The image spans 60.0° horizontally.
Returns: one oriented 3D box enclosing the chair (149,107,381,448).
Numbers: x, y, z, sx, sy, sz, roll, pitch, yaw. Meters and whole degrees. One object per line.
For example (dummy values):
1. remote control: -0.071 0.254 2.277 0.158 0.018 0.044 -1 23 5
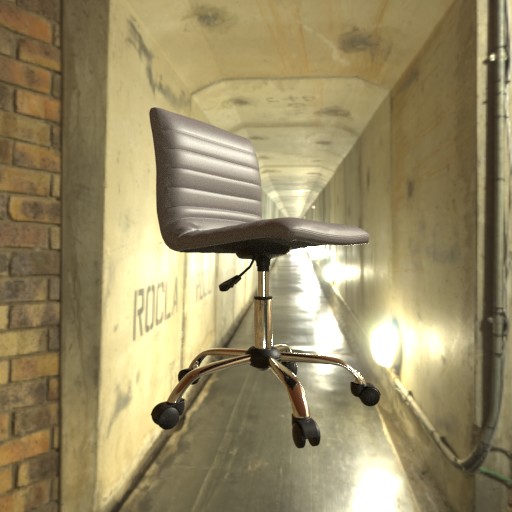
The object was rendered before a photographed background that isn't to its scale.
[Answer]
1. chair: 0.000 0.000 1.140 0.542 0.750 0.569 0 0 37
